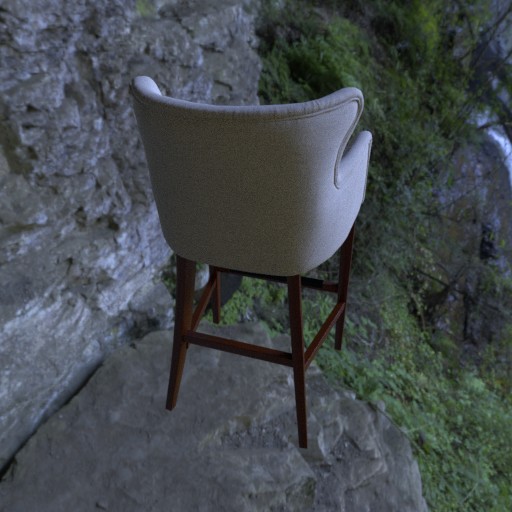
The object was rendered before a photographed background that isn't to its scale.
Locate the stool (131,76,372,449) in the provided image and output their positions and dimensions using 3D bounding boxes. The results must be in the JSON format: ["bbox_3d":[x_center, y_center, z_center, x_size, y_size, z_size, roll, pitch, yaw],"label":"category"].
[{"bbox_3d":[0.000,0.000,1.335,0.556,1.034,0.563,10,32,16],"label":"stool"}]
